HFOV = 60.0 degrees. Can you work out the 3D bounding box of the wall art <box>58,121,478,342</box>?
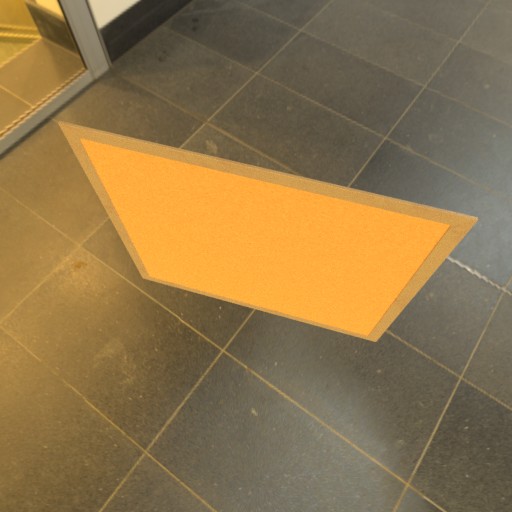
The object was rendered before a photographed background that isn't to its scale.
[{"bbox_3d":[0.000,0.000,1.668,1.168,1.067,0.025,14,64,7],"label":"wall art"}]
